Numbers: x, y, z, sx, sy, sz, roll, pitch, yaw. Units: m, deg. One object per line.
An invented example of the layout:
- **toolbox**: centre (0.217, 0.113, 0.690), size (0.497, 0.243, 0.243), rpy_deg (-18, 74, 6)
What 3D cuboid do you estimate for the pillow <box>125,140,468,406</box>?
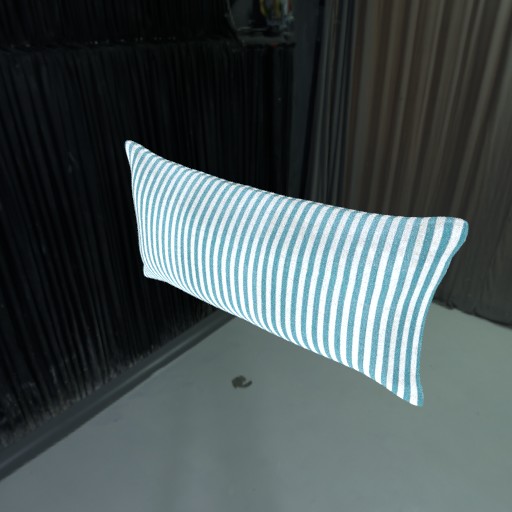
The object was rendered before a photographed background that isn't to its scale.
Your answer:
- **pillow**: centre (0.000, 0.000, 0.741), size (0.617, 0.295, 0.151), rpy_deg (20, 34, 32)
